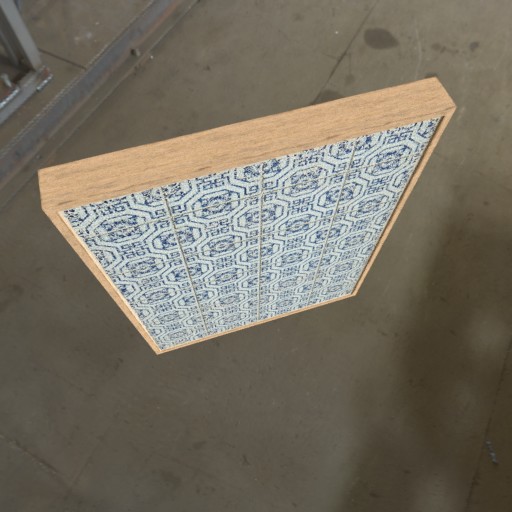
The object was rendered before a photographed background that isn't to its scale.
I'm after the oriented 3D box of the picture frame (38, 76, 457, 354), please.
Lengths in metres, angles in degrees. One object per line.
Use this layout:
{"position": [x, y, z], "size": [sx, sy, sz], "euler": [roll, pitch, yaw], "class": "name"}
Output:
{"position": [0.000, 0.000, 0.675], "size": [0.421, 0.526, 0.046], "euler": [-16, 64, -8], "class": "picture frame"}
